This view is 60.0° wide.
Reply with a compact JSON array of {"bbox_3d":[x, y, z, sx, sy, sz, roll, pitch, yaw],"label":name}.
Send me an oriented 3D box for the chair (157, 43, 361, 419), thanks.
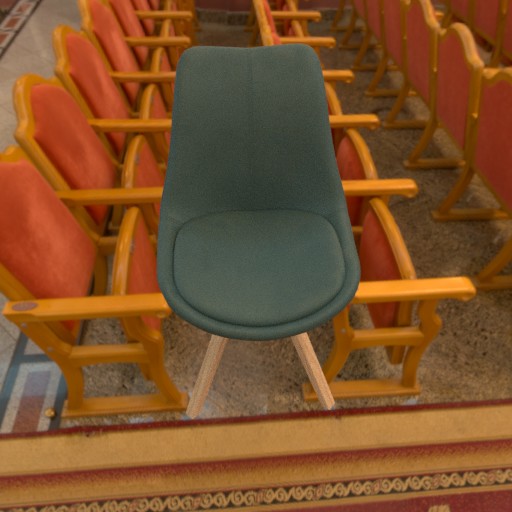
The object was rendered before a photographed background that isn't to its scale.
[{"bbox_3d":[0.000,0.000,1.146,0.483,0.865,0.547,-3,46,-3],"label":"chair"}]
